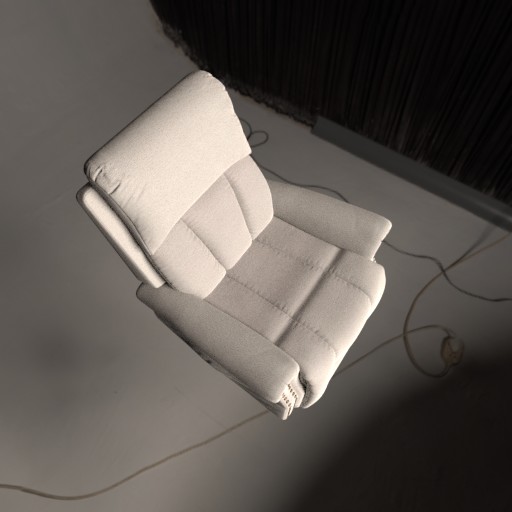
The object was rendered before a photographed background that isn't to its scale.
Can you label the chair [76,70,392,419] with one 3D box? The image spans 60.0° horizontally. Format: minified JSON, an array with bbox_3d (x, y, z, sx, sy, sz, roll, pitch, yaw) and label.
[{"bbox_3d":[0.000,0.000,1.761,0.979,1.031,0.871,31,64,17],"label":"chair"}]
